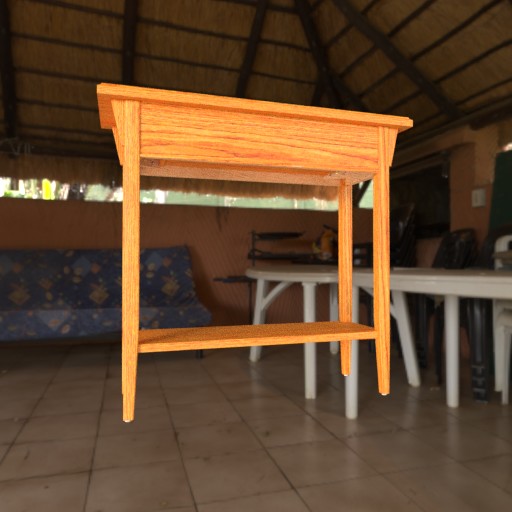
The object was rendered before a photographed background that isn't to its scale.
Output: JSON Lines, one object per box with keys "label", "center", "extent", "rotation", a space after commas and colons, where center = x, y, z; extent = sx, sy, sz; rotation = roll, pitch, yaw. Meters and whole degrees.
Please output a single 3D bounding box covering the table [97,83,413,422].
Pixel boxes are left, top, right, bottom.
{"label": "table", "center": [0.000, 0.000, 1.139], "extent": [0.762, 0.711, 0.254], "rotation": [0, -1, -17]}
